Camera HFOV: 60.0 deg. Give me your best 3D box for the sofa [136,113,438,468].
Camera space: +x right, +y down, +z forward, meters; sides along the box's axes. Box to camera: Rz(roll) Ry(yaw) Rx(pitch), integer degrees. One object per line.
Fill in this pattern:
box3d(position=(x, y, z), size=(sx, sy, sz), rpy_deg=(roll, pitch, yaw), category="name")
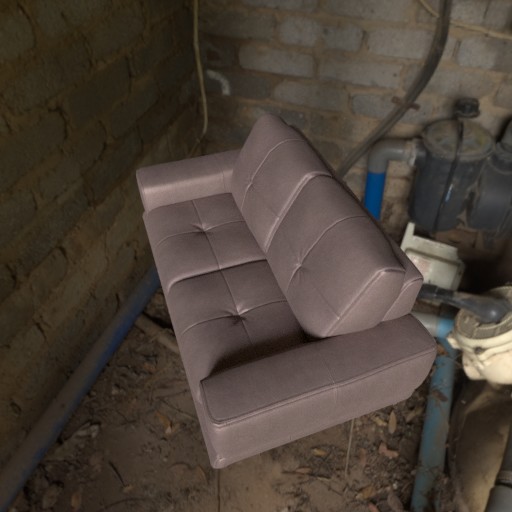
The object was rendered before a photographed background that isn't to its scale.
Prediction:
box3d(position=(0.000, 0.000, 2.366), size=(1.018, 0.907, 1.806), rpy_deg=(-14, 47, -14), category="sofa")
